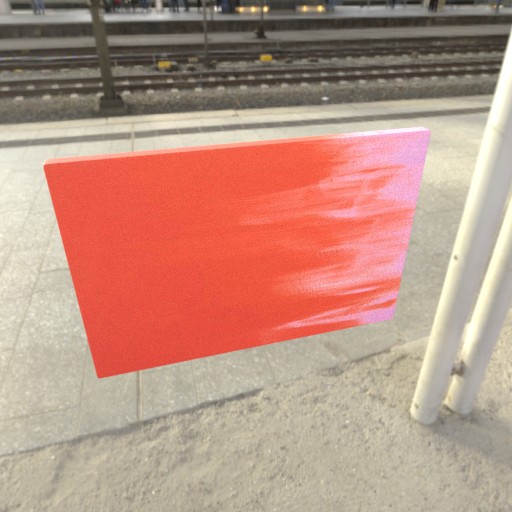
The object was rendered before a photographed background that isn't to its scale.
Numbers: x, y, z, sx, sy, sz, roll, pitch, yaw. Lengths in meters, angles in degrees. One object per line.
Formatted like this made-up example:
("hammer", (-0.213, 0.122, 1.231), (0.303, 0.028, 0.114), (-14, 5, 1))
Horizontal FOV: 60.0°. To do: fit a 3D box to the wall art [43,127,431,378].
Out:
("wall art", (0.000, 0.000, 1.181), (0.913, 0.609, 0.040), (-9, 32, -14))
